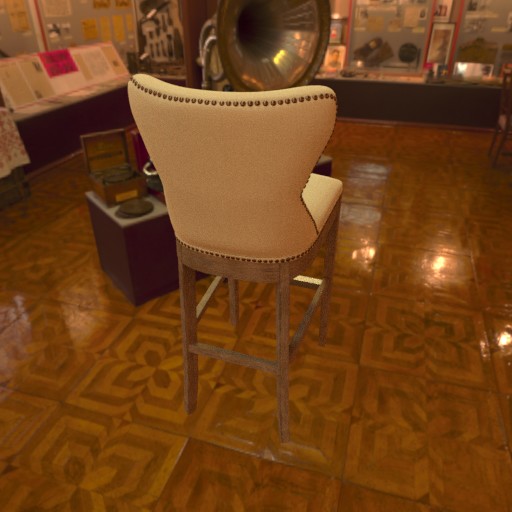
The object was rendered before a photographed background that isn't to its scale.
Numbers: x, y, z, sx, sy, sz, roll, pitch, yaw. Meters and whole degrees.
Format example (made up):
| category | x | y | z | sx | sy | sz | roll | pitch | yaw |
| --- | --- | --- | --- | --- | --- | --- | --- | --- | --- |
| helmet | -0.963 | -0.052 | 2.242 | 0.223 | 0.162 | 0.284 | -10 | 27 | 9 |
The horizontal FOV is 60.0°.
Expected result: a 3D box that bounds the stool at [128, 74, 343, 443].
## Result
| category | x | y | z | sx | sy | sz | roll | pitch | yaw |
| --- | --- | --- | --- | --- | --- | --- | --- | --- | --- |
| stool | 0.000 | 0.000 | 1.409 | 0.494 | 1.123 | 0.606 | 10 | 33 | 16 |
